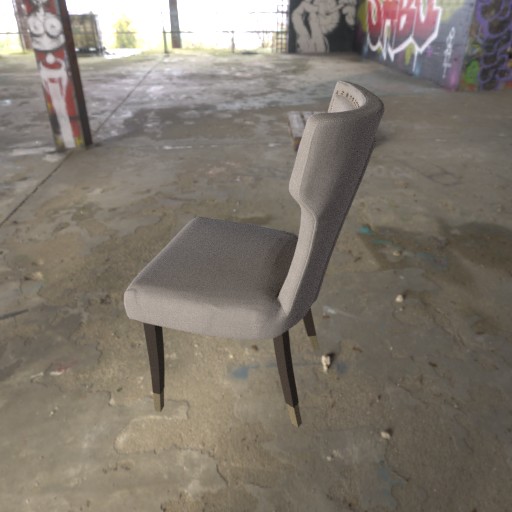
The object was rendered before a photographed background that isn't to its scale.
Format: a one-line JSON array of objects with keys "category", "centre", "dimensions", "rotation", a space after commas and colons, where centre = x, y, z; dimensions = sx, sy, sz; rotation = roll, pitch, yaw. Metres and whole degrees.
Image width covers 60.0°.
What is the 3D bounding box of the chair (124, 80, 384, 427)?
[{"category": "chair", "centre": [0.000, 0.000, 1.342], "dimensions": [0.630, 0.950, 0.526], "rotation": [8, 31, 14]}]
